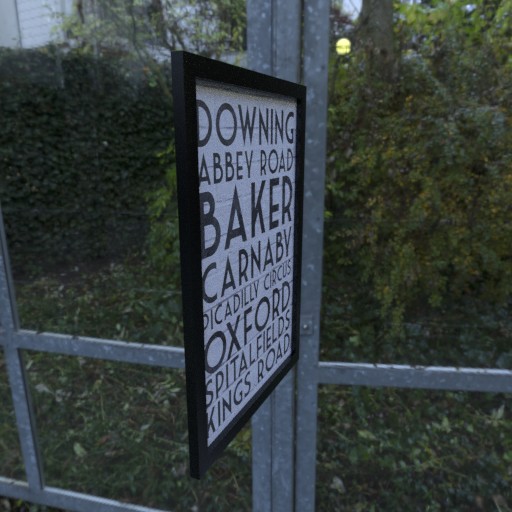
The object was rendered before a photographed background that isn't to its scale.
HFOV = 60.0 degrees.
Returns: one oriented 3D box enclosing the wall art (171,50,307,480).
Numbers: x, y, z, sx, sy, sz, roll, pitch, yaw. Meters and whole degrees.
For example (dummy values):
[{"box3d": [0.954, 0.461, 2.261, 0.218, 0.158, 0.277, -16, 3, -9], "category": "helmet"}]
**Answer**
[{"box3d": [0.000, 0.000, 0.853, 0.019, 0.656, 0.462, 7, 17, 25], "category": "wall art"}]
